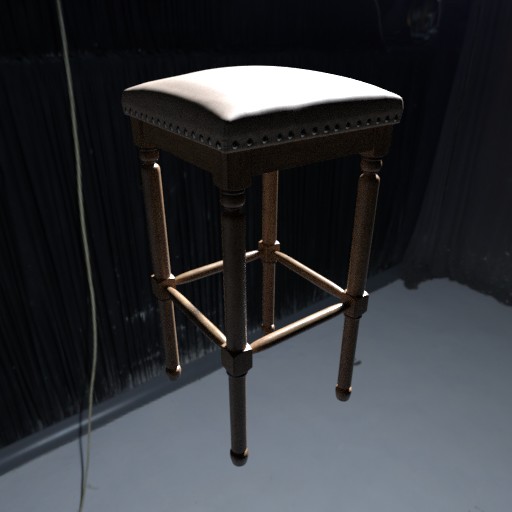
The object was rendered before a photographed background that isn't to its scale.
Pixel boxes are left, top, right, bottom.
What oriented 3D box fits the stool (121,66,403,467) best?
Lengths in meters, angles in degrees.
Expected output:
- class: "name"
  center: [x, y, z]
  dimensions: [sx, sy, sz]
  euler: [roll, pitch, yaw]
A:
- class: "stool"
  center: [0.000, 0.000, 0.976]
  dimensions: [0.382, 0.768, 0.383]
  euler: [-18, 33, -31]
